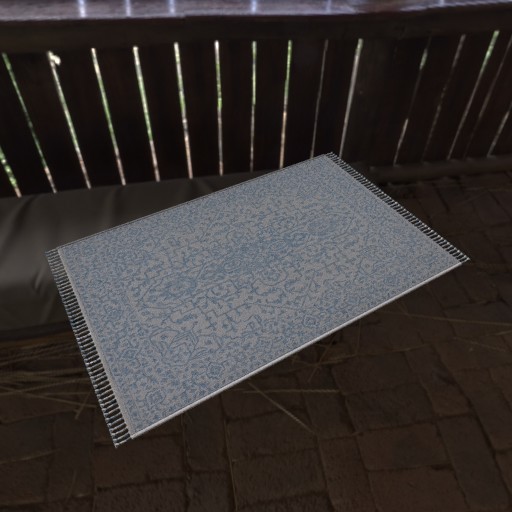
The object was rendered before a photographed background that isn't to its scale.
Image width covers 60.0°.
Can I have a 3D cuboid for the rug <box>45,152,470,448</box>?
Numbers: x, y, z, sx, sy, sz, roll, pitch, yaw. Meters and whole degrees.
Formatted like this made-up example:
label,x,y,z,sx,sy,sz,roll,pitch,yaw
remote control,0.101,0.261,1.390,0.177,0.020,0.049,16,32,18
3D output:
label,x,y,z,sx,sy,sz,roll,pitch,yaw
rug,0.000,0.000,2.991,2.438,0.010,1.524,-23,50,-21
